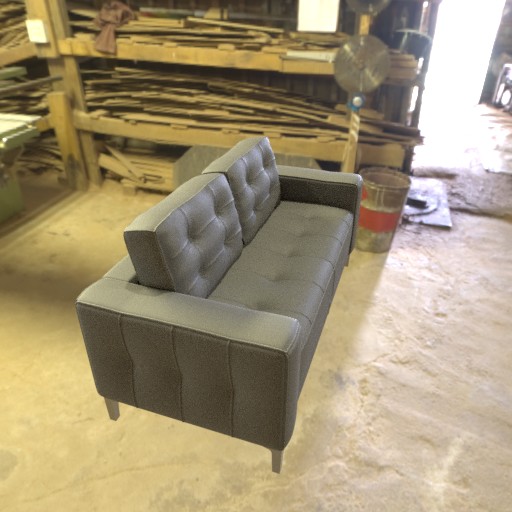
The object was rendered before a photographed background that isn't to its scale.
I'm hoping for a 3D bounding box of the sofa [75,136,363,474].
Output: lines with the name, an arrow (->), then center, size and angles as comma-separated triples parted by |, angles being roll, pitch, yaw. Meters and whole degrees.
sofa -> 0.000, 0.000, 2.264 | 0.833, 0.893, 1.726 | 10, 32, 17
